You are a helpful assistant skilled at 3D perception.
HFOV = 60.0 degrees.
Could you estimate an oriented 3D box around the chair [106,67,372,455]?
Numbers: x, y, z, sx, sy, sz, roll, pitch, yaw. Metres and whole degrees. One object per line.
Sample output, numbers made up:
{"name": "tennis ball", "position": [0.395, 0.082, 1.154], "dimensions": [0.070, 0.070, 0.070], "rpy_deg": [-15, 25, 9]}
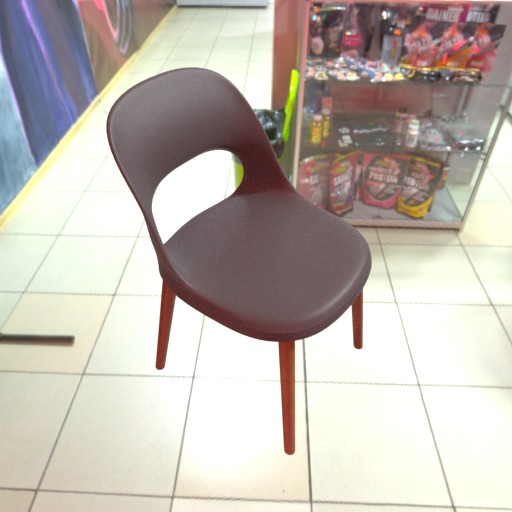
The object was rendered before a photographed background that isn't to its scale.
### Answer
{"name": "chair", "position": [0.000, 0.000, 1.132], "dimensions": [0.556, 0.795, 0.470], "rpy_deg": [25, 46, 26]}
